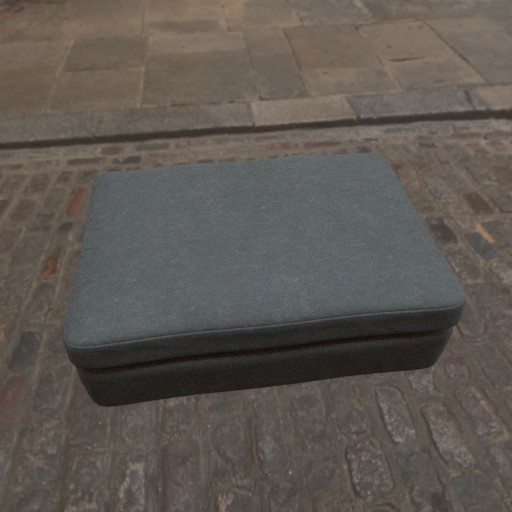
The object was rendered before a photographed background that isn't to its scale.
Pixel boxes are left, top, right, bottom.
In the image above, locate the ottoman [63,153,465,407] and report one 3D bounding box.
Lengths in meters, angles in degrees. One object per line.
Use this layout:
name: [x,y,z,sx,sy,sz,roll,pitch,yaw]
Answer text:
ottoman: [0.000,0.000,1.612,1.199,0.429,0.840,-5,46,-5]
